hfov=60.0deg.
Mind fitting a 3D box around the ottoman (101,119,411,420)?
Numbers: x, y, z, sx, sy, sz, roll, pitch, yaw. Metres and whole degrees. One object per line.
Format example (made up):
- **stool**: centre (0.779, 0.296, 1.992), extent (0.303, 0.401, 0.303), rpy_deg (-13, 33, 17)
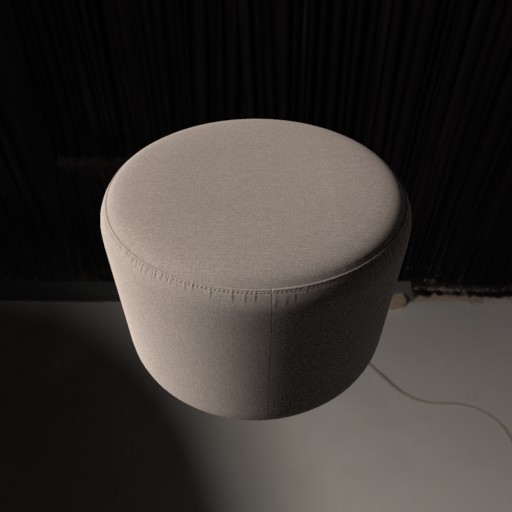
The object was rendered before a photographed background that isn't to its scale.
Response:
- **ottoman**: centre (0.000, 0.000, 0.994), extent (0.608, 0.433, 0.608), rpy_deg (0, 42, 0)
